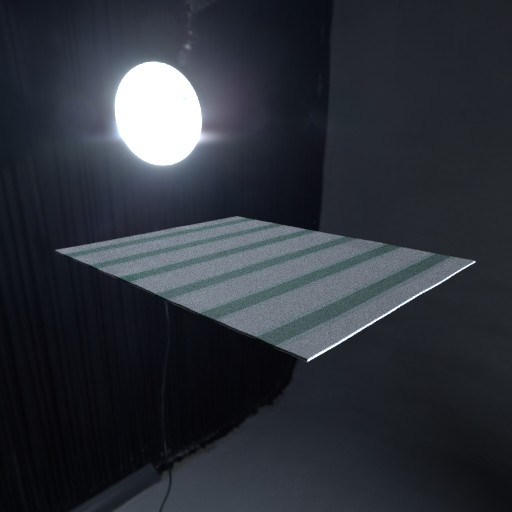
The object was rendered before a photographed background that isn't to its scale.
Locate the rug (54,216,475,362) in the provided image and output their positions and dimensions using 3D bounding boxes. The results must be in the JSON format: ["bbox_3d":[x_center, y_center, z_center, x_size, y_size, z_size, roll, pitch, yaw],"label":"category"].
[{"bbox_3d":[0.000,0.000,4.075,3.041,0.019,2.434,15,22,42],"label":"rug"}]
